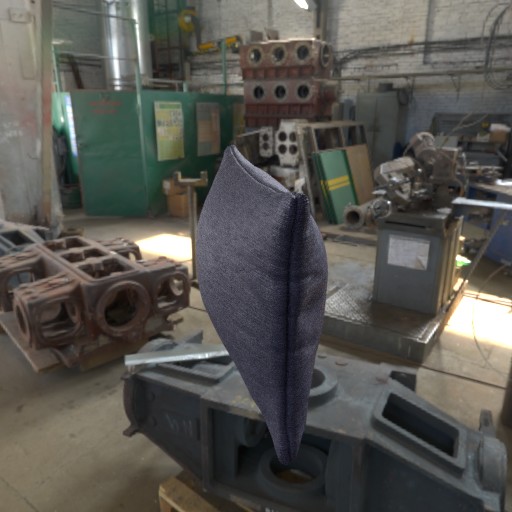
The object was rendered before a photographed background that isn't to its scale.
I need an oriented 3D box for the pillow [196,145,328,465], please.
[{"bbox_3d":[0.000,0.000,0.789,0.210,0.338,0.633,-3,19,-9],"label":"pillow"}]
